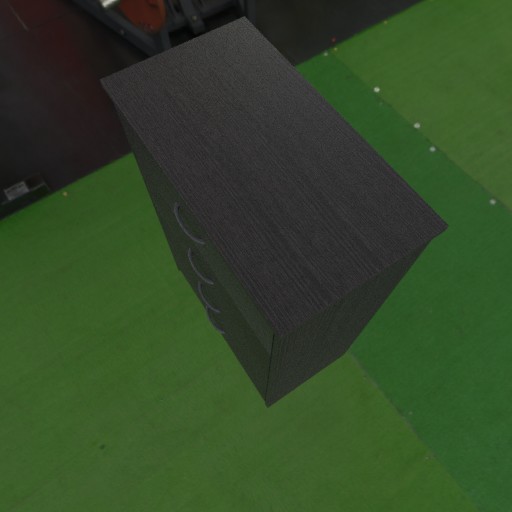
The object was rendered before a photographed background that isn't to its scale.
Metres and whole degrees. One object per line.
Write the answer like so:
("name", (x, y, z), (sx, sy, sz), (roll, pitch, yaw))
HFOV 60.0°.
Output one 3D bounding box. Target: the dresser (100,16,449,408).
("dresser", (0.000, 0.000, 1.366), (0.399, 1.020, 0.704), (-31, 68, -14))
